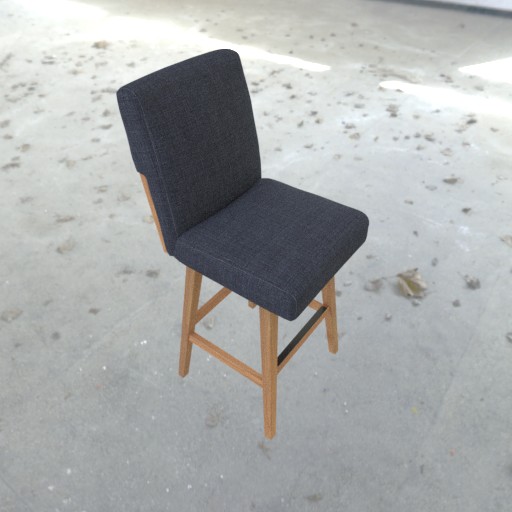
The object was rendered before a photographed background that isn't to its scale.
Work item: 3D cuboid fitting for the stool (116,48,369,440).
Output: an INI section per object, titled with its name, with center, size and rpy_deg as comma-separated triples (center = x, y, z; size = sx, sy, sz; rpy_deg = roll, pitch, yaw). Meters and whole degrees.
[stool]
center = 0.000, 0.000, 1.435
size = 0.570, 1.112, 0.483
rpy_deg = 26, 47, 27
